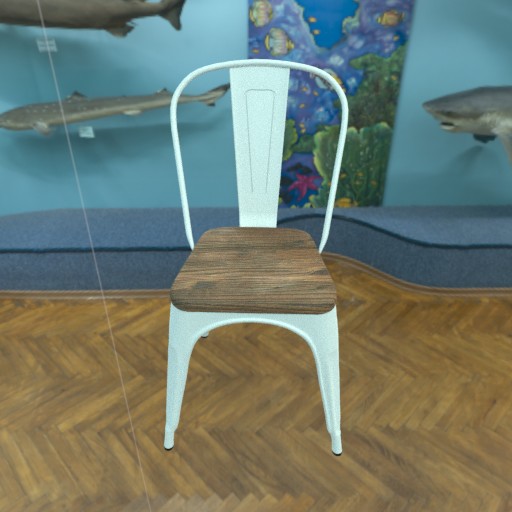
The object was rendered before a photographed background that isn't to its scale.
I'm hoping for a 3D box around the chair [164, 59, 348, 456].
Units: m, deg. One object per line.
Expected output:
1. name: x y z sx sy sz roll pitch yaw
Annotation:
1. chair: 0.000 0.000 1.120 0.452 0.851 0.521 1 31 2
